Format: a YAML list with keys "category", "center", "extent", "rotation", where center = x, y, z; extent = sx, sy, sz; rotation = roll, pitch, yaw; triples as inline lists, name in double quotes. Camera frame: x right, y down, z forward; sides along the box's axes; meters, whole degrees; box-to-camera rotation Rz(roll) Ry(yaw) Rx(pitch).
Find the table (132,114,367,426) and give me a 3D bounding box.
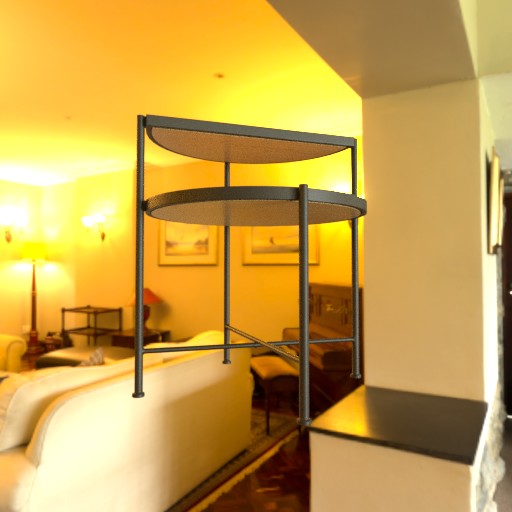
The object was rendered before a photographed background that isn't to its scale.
- category: "table"
  center: [0.000, 0.000, 1.176]
  extent: [0.629, 0.684, 0.628]
  rotation: [1, -2, -19]
